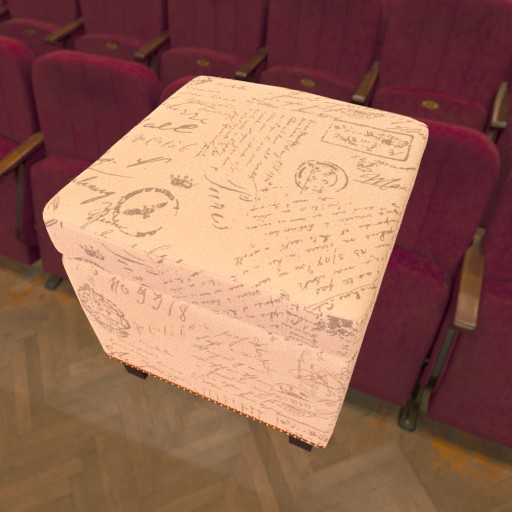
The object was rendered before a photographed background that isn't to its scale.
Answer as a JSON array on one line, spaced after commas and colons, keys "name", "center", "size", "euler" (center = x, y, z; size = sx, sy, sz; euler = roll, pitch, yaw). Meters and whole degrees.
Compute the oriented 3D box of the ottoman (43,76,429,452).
[{"name": "ottoman", "center": [0.000, 0.000, 0.805], "size": [0.449, 0.457, 0.450], "euler": [18, 50, 16]}]
